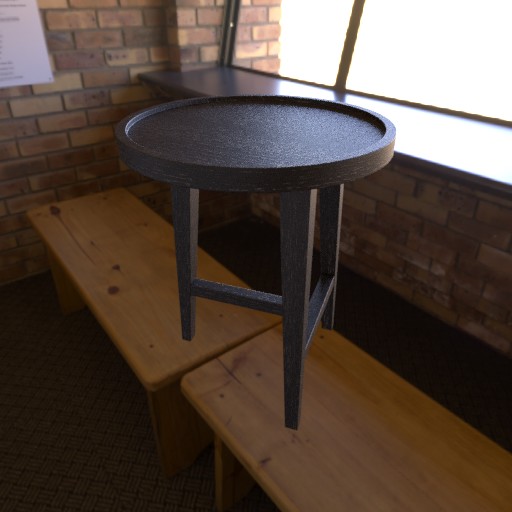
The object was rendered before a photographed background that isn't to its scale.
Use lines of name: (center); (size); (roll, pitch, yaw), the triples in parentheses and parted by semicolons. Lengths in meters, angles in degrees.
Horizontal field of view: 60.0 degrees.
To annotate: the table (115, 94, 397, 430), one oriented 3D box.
table: (0.000, 0.000, 0.768); (0.399, 0.460, 0.399); (0, 31, 0)
